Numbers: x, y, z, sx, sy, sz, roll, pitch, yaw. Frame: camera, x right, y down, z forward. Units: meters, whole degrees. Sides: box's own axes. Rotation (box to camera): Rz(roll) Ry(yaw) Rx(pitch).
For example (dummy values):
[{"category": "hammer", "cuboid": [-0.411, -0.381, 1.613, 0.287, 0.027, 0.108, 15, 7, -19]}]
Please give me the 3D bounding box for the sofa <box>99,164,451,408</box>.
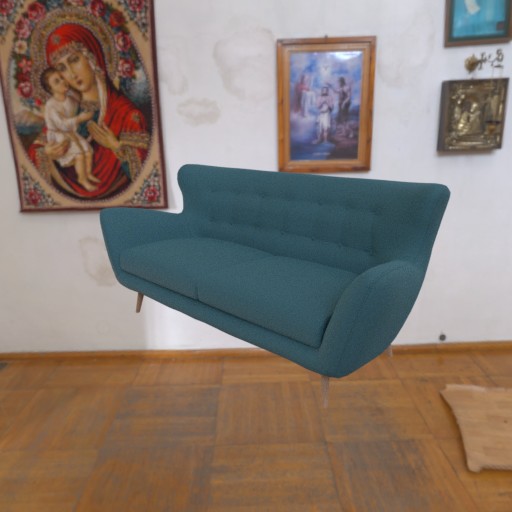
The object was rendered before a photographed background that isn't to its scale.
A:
[{"category": "sofa", "cuboid": [0.000, 0.000, 2.450, 1.930, 0.890, 0.889, 15, 21, 42]}]
